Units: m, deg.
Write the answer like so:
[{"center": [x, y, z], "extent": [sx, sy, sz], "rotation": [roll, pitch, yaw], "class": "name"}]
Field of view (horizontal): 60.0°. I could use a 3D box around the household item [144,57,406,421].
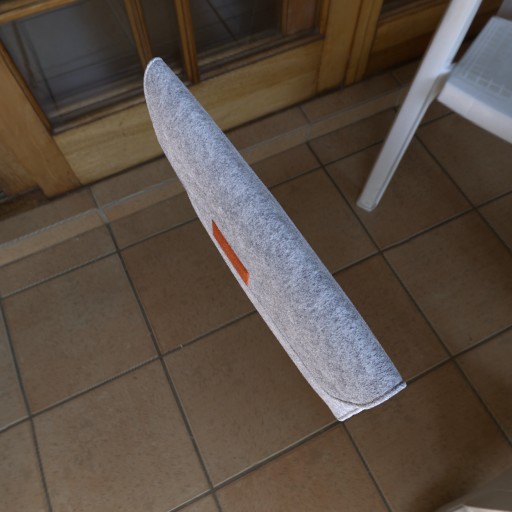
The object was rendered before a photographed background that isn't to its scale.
[{"center": [0.000, 0.000, 0.429], "extent": [0.057, 0.221, 0.335], "rotation": [-30, 68, -13], "class": "household item"}]
